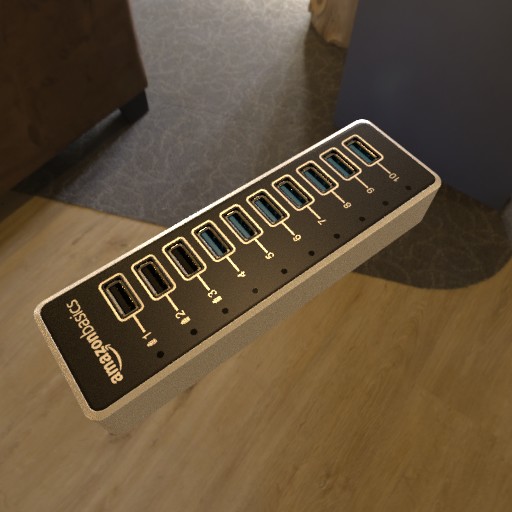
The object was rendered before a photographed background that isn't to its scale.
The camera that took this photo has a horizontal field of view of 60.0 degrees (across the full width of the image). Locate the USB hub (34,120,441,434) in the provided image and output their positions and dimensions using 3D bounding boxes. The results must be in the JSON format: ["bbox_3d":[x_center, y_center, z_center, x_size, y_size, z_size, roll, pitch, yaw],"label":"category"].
[{"bbox_3d":[0.000,0.000,0.161,0.145,0.023,0.044,-33,64,-18],"label":"USB hub"}]
